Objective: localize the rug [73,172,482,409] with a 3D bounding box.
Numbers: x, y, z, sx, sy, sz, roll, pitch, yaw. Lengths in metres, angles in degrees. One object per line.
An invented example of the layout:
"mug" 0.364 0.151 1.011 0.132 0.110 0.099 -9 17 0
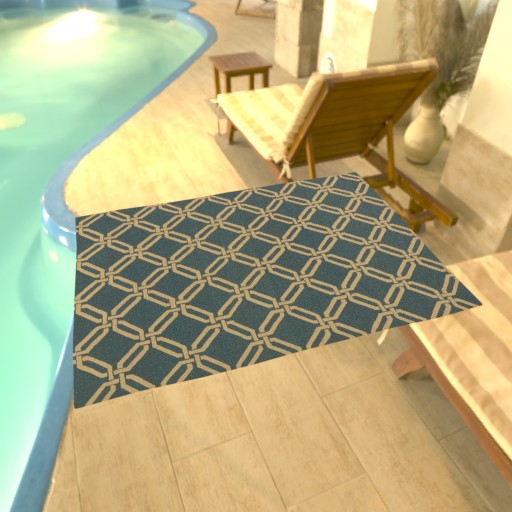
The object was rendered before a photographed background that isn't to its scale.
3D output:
"rug" 0.000 0.000 2.715 2.135 0.013 1.524 -11 41 -13
